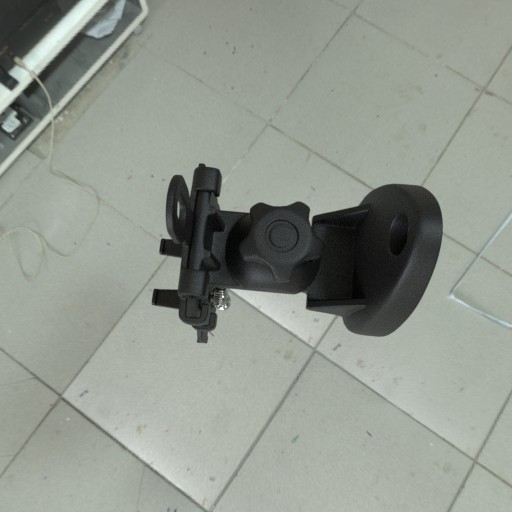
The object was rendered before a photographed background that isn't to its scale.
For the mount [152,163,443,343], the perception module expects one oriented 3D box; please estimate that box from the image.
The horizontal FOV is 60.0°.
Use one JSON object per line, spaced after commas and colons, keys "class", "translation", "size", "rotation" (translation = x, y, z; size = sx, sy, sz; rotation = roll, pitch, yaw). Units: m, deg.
{"class": "mount", "translation": [0.000, 0.000, 0.171], "size": [0.100, 0.118, 0.066], "rotation": [5, 77, 1]}
